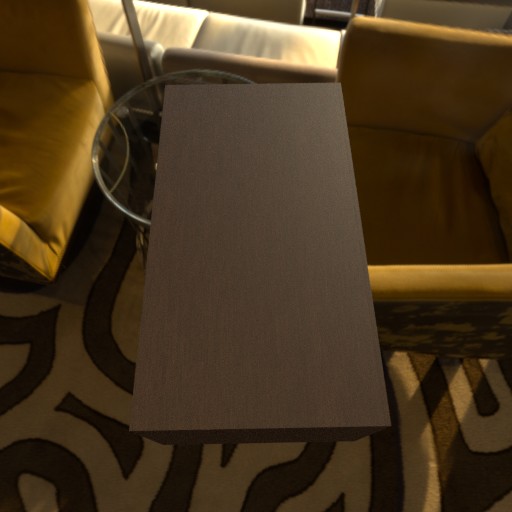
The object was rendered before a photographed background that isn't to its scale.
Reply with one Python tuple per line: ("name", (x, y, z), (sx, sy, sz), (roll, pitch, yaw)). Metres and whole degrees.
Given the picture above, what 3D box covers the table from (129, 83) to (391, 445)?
("table", (0.000, 0.000, 1.447), (0.597, 0.424, 1.099), (-1, 63, 0))
